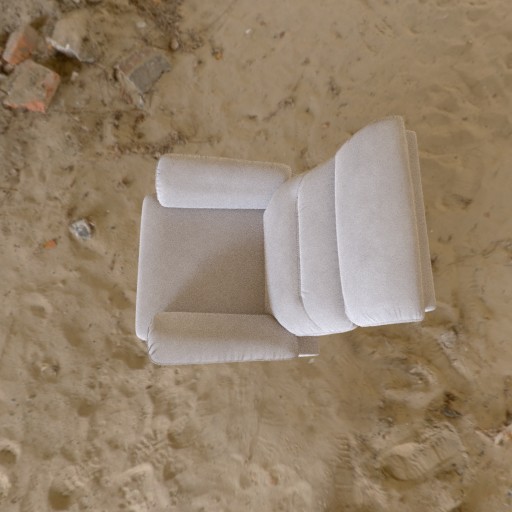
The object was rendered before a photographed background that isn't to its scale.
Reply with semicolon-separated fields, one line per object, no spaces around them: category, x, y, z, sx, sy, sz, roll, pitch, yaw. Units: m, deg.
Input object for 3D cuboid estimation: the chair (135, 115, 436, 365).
chair;0.000;0.000;1.728;1.001;1.039;0.820;-1;75;0
